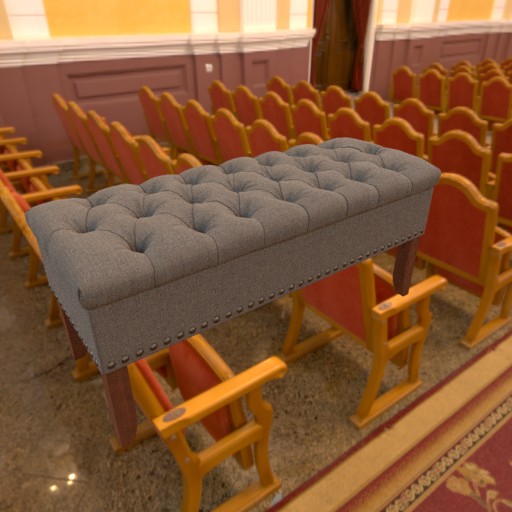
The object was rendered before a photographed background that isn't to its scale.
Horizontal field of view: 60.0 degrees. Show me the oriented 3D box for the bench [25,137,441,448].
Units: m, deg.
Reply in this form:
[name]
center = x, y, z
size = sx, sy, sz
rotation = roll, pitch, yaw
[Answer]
[bench]
center = 0.000, 0.000, 1.261
size = 1.052, 0.470, 0.417
rotation = -20, 35, -31
